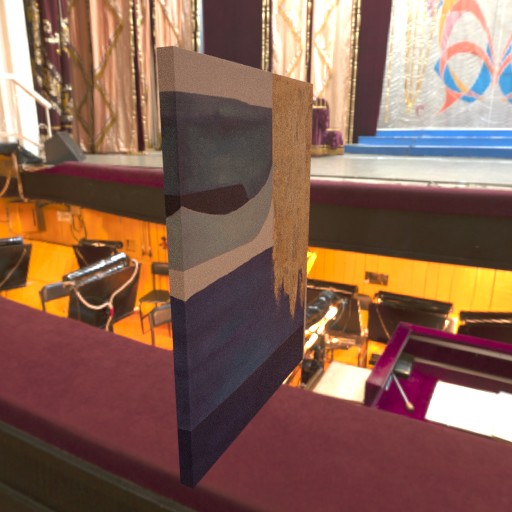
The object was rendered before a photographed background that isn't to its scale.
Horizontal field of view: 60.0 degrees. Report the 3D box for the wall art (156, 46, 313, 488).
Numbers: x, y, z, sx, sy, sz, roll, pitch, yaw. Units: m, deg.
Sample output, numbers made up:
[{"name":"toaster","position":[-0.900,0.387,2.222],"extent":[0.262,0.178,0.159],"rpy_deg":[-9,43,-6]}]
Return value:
[{"name":"wall art","position":[0.000,0.000,0.789],"extent":[0.026,0.613,0.458],"rpy_deg":[8,17,26]}]
